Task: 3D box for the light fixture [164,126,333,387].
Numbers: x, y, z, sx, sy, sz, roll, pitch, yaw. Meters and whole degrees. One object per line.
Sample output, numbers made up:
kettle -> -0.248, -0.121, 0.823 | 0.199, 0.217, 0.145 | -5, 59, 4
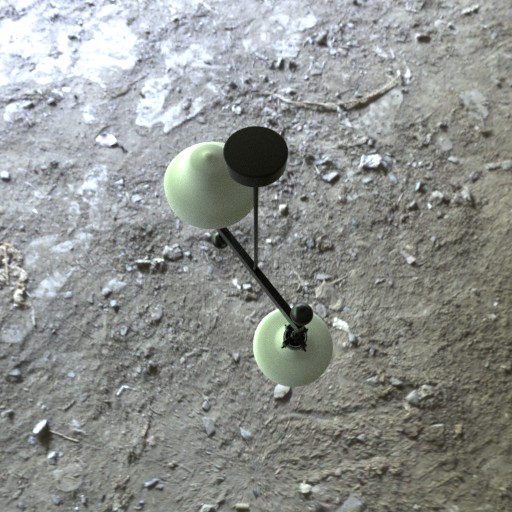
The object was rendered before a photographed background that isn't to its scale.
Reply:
light fixture -> 0.000, 0.000, 1.028 | 0.489, 0.743, 0.422 | 15, 65, 8
